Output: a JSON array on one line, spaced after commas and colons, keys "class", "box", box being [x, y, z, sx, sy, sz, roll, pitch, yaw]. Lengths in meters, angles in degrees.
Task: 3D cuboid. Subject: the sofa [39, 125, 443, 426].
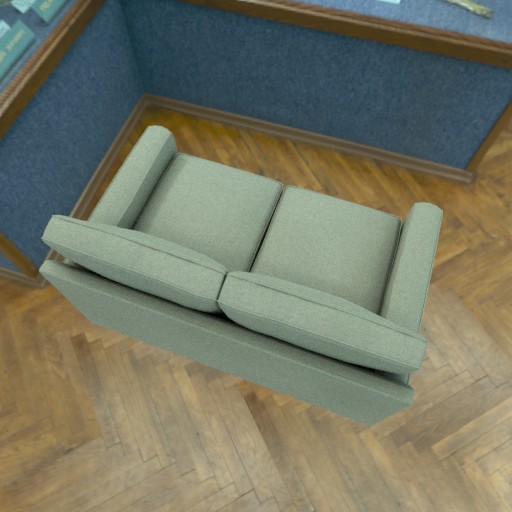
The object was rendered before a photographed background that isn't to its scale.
[{"class": "sofa", "box": [0.000, 0.000, 2.030, 1.484, 0.853, 0.940, 18, 64, 9]}]
